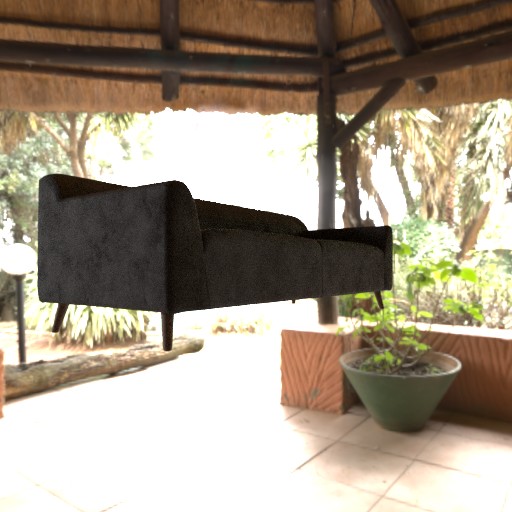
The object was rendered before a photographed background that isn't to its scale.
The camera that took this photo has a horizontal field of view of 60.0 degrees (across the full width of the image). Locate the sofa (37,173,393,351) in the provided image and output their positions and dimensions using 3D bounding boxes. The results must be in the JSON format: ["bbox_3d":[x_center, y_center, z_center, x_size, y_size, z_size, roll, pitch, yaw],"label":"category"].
[{"bbox_3d":[0.000,0.000,2.645,0.900,0.740,2.190,-1,-2,37],"label":"sofa"}]
